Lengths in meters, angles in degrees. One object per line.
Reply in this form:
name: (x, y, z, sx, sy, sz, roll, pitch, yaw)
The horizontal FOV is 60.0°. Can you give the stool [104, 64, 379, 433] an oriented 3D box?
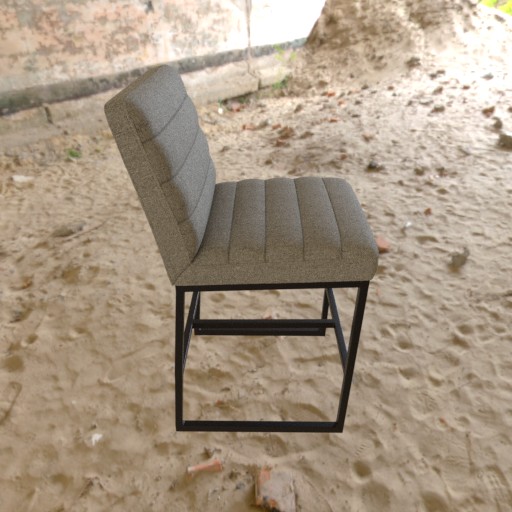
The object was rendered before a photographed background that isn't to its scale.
stool: (0.000, 0.000, 1.235, 0.560, 0.940, 0.460, 0, 32, 0)
